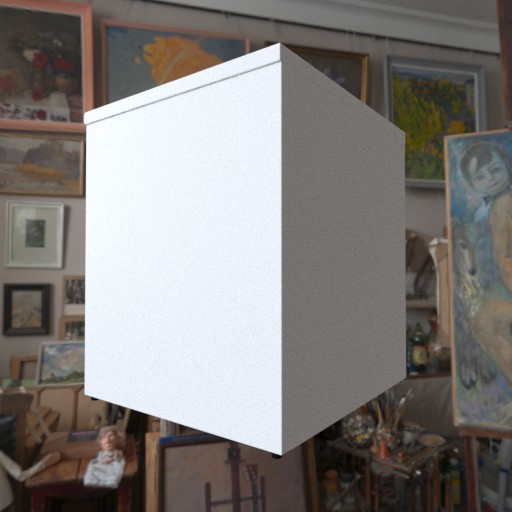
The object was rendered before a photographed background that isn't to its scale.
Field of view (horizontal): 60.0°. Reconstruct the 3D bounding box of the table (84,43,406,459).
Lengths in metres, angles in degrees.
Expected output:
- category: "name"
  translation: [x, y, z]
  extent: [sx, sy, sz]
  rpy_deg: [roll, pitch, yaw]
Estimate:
- category: "table"
  translation: [0.000, 0.000, 0.766]
  extent: [0.380, 0.460, 0.420]
  rpy_deg: [-1, -1, 37]
